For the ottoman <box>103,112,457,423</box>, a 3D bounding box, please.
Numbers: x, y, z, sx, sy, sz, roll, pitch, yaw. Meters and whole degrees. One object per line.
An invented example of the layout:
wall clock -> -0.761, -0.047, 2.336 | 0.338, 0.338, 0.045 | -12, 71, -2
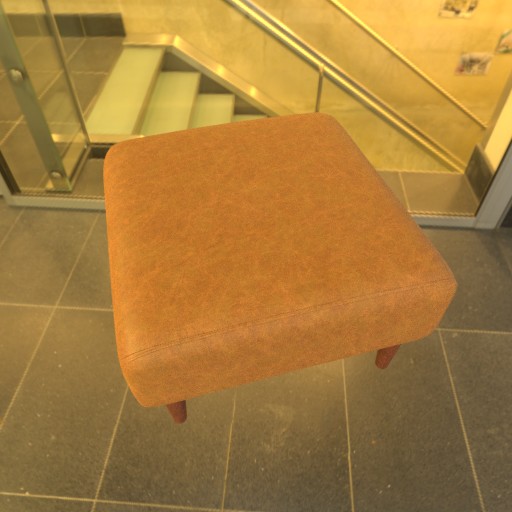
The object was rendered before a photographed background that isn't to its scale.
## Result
ottoman -> 0.000, 0.000, 1.086 | 0.650, 0.399, 0.650 | -12, 48, -10
